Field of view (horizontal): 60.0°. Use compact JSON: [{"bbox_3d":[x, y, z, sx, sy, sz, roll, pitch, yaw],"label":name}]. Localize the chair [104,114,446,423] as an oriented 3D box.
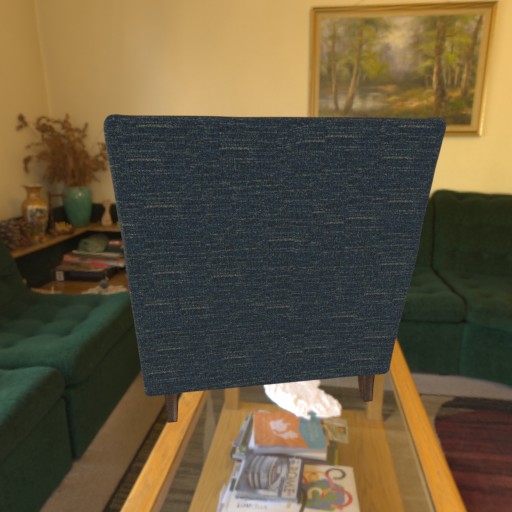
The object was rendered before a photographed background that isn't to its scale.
[{"bbox_3d":[0.000,0.000,1.601,0.864,0.928,0.873,-3,15,-10],"label":"chair"}]
